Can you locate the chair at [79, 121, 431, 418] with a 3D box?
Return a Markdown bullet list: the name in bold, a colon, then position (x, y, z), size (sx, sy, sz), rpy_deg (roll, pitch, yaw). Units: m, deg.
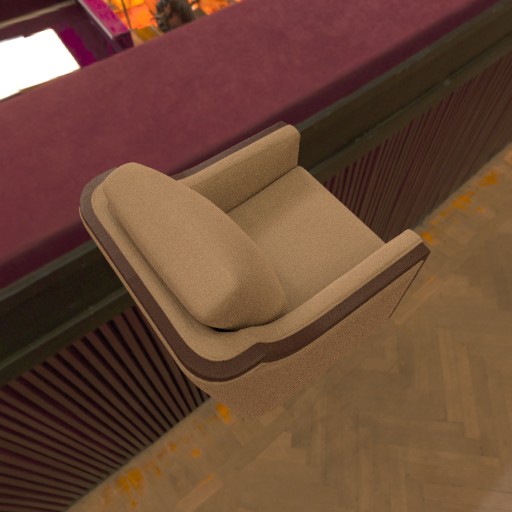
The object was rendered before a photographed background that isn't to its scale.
- **chair**: position (0.000, 0.000, 1.691), size (0.950, 0.930, 0.870), rpy_deg (-33, 64, -19)
